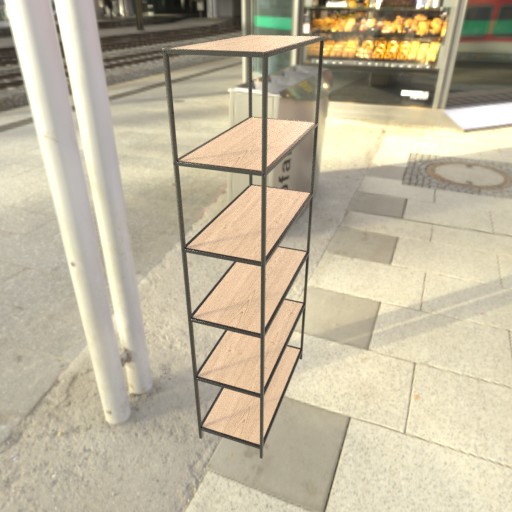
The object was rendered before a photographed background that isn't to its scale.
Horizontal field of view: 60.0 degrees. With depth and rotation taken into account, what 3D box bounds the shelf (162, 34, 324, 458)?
[{"bbox_3d":[0.000,0.000,2.120,0.350,1.850,0.770,10,31,17],"label":"shelf"}]
